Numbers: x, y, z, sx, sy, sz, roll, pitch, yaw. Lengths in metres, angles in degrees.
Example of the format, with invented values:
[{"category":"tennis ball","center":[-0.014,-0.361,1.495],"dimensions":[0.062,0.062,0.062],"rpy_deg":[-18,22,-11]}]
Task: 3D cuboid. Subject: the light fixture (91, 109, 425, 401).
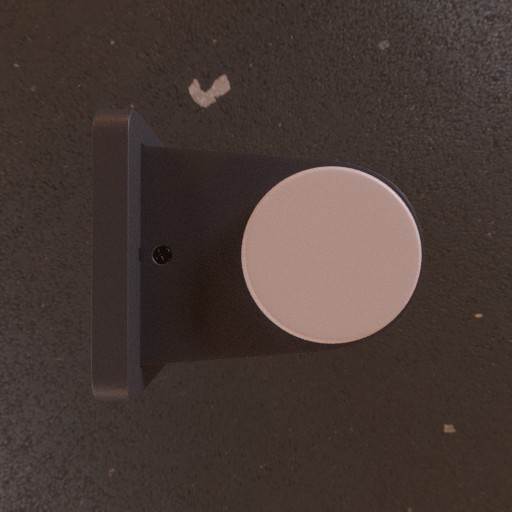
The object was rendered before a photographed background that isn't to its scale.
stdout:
[{"category":"light fixture","center":[0.000,0.000,0.210],"dimensions":[0.132,0.109,0.109],"rpy_deg":[0,89,0]}]
